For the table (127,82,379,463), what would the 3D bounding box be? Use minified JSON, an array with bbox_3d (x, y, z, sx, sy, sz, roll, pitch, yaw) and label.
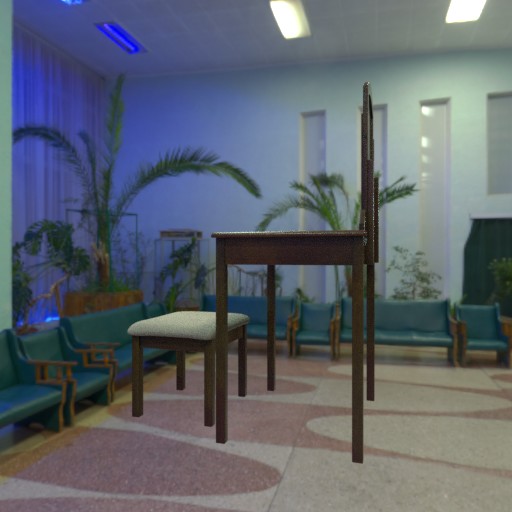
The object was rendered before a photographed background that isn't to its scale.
[{"bbox_3d":[0.000,0.000,2.308,1.211,1.631,0.876,0,0,18],"label":"table"}]
